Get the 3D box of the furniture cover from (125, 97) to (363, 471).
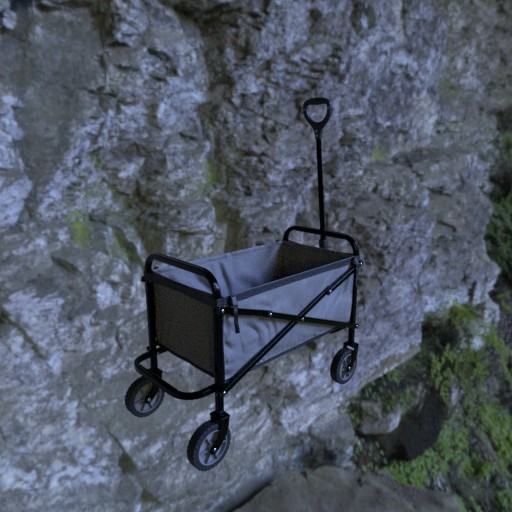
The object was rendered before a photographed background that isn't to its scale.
[{"bbox_3d":[0.000,0.000,1.848,1.038,1.295,0.532,-14,20,-42],"label":"furniture cover"}]
